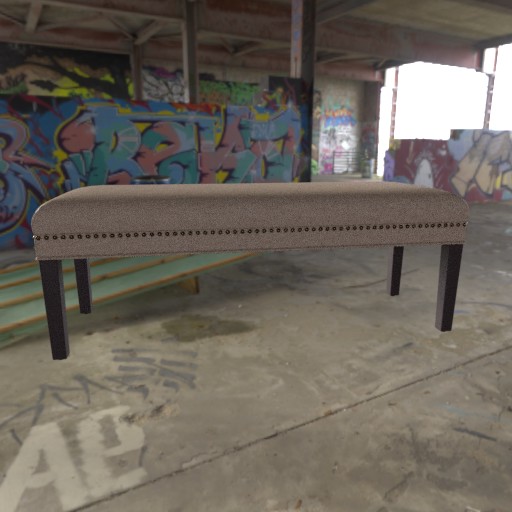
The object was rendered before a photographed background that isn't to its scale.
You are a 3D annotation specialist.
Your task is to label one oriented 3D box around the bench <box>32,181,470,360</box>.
[{"bbox_3d":[0.000,0.000,1.445,1.219,0.457,0.410,-2,14,-9],"label":"bench"}]
